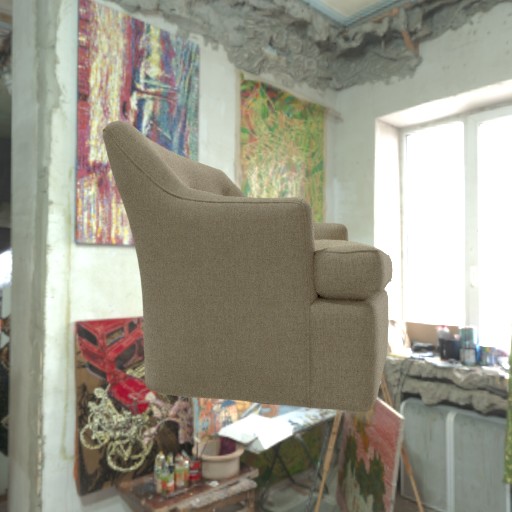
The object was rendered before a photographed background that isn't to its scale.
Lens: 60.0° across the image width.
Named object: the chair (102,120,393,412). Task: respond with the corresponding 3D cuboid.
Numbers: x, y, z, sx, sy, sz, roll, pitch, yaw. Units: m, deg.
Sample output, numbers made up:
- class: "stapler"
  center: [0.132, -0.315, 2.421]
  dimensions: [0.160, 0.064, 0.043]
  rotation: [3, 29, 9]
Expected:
- class: "chair"
  center: [0.000, 0.000, 1.592]
  dimensions: [0.923, 0.856, 0.864]
  rotation: [0, -1, 19]
